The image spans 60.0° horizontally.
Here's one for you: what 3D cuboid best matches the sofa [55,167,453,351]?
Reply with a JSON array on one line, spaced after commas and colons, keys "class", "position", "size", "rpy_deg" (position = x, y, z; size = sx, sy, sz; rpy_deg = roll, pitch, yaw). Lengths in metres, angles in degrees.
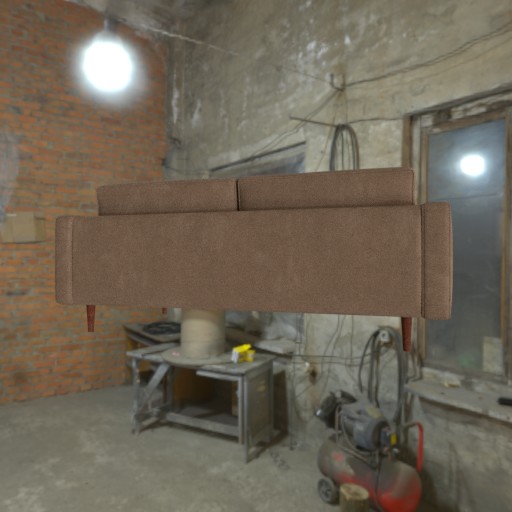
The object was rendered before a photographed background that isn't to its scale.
[{"class": "sofa", "position": [0.000, 0.000, 2.375], "size": [1.883, 0.769, 0.920], "rpy_deg": [0, 0, 18]}]
